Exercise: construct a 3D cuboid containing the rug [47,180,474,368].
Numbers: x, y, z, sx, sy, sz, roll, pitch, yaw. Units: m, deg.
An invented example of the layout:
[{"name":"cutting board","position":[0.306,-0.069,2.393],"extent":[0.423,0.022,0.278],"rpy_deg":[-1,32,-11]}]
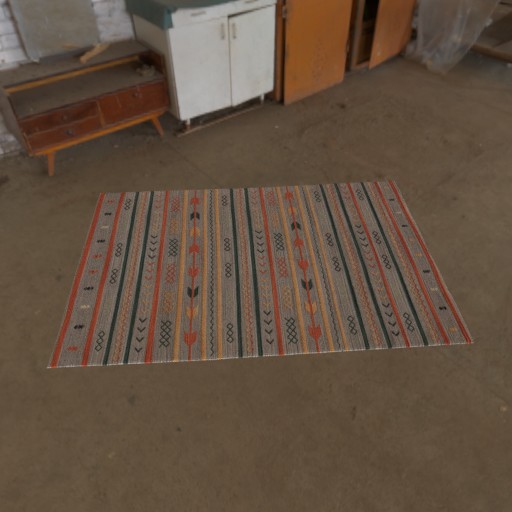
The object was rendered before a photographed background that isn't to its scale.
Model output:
[{"name":"rug","position":[0.000,0.000,2.325],"extent":[1.835,0.017,1.220],"rpy_deg":[-3,45,-3]}]
